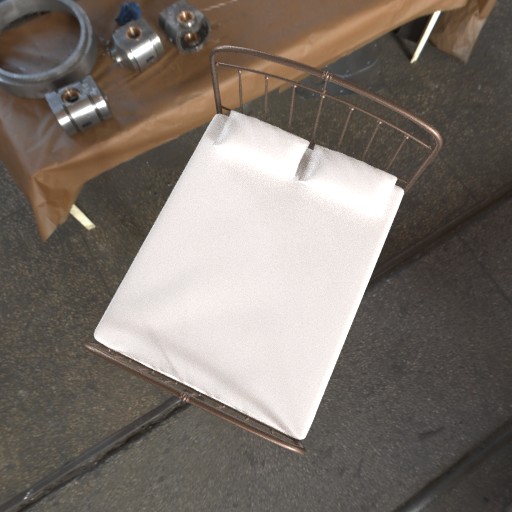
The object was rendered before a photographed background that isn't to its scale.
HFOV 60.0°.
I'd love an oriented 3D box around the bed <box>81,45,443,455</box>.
[{"bbox_3d":[0.000,0.000,3.162,1.711,1.475,2.168,24,76,7],"label":"bed"}]
